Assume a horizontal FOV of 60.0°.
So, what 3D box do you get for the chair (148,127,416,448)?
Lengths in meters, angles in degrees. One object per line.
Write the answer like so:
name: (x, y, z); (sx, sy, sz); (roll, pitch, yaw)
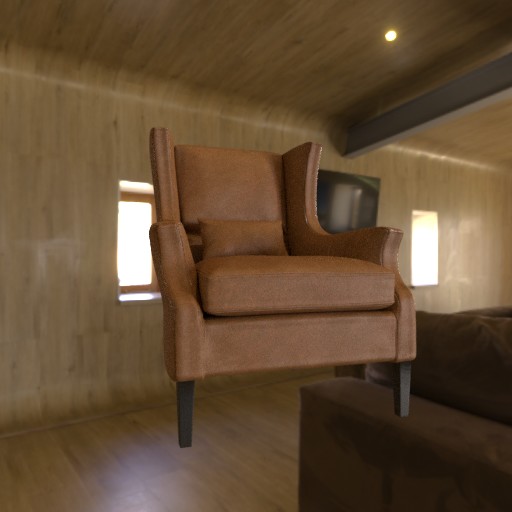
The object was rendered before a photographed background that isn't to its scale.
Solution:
chair: (0.000, 0.000, 1.688); (0.852, 1.016, 0.925); (0, -1, -19)
